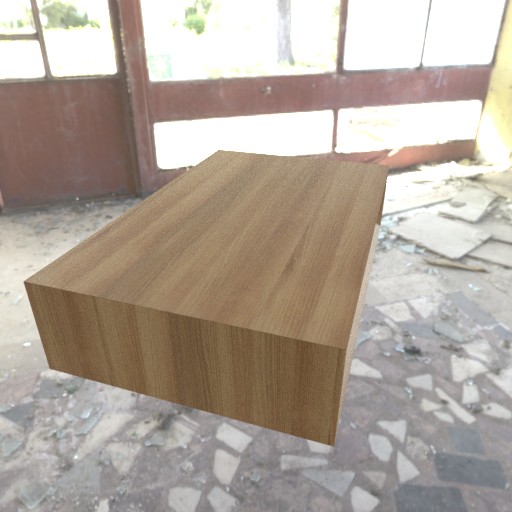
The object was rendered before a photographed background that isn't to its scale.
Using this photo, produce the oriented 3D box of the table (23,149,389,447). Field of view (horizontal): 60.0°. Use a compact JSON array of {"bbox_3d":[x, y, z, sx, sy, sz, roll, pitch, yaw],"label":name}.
[{"bbox_3d":[0.000,0.000,1.404,0.700,0.330,1.100,9,30,16],"label":"table"}]
